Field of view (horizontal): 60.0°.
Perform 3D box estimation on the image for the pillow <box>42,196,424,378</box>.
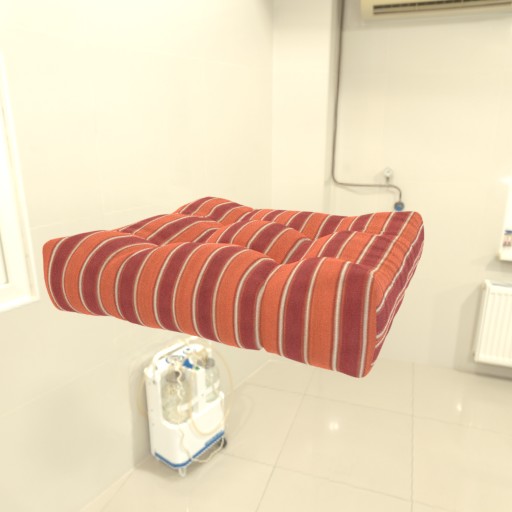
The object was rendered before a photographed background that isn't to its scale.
[{"bbox_3d":[0.000,0.000,0.737,0.490,0.133,0.468,8,19,25],"label":"pillow"}]
